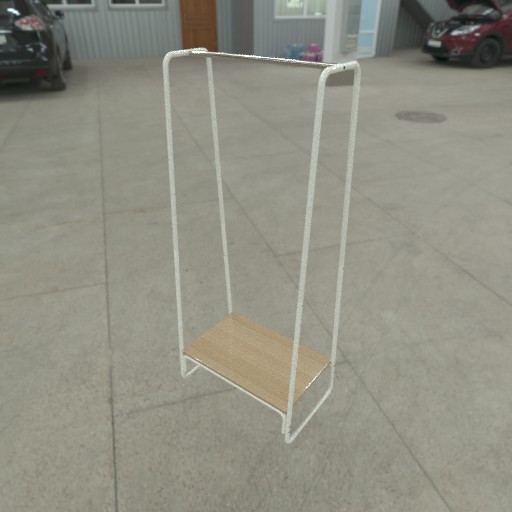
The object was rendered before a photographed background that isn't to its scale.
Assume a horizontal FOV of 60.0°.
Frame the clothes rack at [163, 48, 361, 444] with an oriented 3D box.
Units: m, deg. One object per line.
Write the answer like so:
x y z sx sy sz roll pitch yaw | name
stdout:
0.000 0.000 1.812 0.640 1.500 0.400 21 37 31 | clothes rack
